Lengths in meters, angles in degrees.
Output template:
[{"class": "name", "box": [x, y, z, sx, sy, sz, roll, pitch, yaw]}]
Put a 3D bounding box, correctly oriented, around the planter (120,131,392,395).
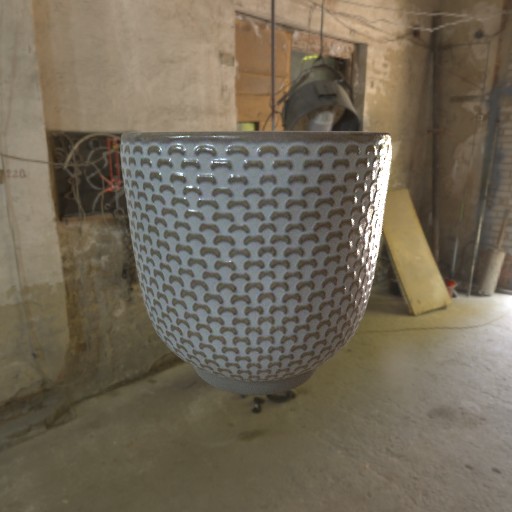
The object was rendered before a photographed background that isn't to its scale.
[{"class": "planter", "box": [0.000, 0.000, 0.356, 0.197, 0.191, 0.197, 0, 15, 0]}]
